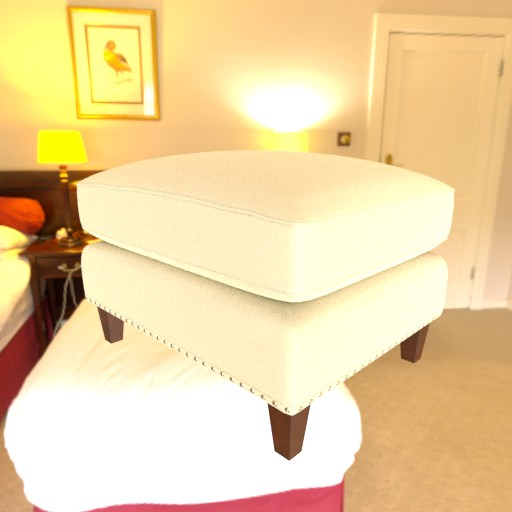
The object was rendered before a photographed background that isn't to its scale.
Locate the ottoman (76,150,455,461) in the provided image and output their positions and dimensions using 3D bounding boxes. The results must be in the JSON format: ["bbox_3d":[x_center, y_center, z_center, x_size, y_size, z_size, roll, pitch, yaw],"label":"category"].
[{"bbox_3d":[0.000,0.000,1.109,0.741,0.513,0.584,15,22,43],"label":"ottoman"}]
